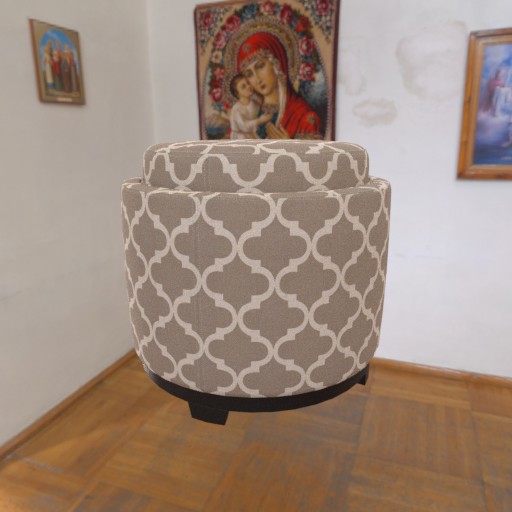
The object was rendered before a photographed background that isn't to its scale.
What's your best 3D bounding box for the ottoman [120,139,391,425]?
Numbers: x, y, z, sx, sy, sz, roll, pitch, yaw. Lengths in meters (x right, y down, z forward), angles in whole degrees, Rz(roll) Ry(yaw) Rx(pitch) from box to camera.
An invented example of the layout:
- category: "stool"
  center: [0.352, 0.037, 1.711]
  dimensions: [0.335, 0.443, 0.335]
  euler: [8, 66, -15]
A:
- category: "ottoman"
  center: [0.000, 0.000, 0.844]
  dimensions: [0.480, 0.429, 0.480]
  euler: [0, 16, 0]
